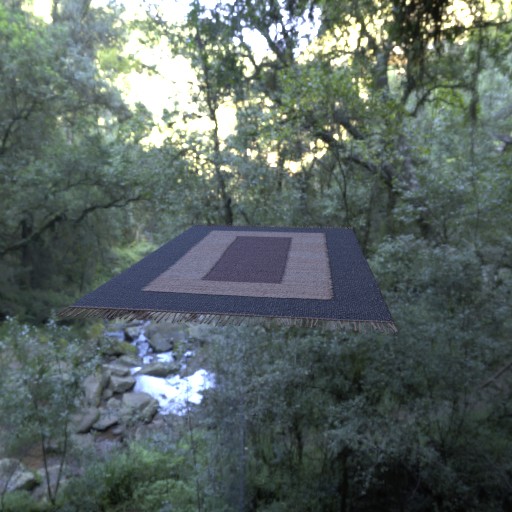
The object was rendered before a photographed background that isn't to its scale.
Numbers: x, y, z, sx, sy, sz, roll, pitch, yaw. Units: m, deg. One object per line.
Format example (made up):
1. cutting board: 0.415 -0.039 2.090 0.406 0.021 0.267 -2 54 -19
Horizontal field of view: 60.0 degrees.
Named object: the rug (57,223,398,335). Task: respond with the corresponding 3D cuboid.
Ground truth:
1. rug: 0.000 0.000 2.511 1.224 0.027 2.021 2 14 7
